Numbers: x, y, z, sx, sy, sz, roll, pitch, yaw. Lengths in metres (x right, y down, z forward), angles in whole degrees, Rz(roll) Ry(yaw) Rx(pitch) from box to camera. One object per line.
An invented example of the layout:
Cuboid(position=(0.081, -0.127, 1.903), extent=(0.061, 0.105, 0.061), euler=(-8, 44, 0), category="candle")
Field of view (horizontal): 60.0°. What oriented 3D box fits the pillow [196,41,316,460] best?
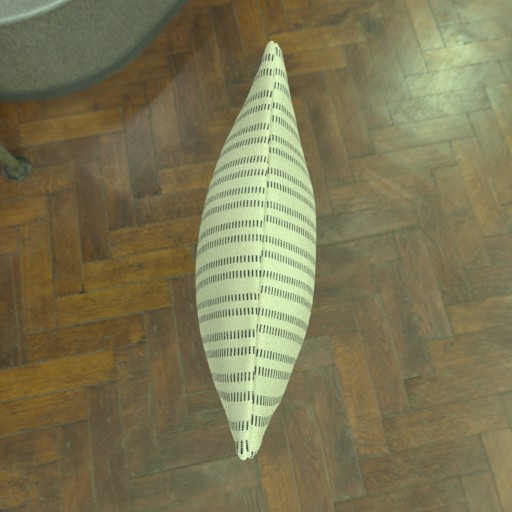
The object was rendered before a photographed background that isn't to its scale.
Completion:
Cuboid(position=(0.000, 0.000, 0.799), extent=(0.210, 0.353, 0.640), euler=(4, 74, 1), category="pillow")
